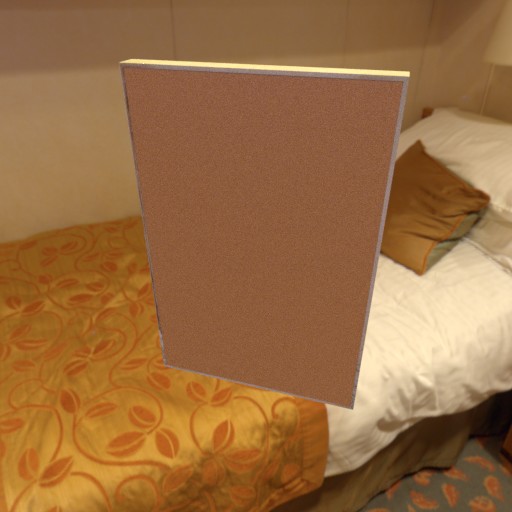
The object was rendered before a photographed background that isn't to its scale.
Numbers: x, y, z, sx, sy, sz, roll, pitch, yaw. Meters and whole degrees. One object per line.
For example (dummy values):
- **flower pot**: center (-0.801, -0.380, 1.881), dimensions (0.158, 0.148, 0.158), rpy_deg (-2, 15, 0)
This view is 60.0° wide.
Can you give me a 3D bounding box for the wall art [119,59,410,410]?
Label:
- **wall art**: center (0.000, 0.000, 0.765), dimensions (0.403, 0.607, 0.036), rpy_deg (9, 32, 14)
